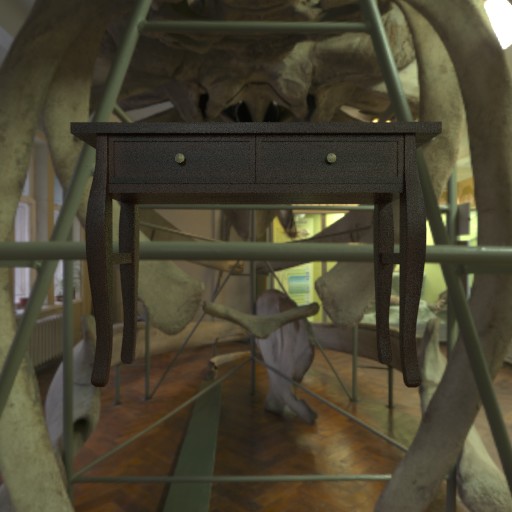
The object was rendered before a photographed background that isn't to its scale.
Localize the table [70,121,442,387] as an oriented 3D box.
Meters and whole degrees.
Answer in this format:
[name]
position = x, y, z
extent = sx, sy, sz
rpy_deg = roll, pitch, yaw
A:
[table]
position = 0.000, 0.000, 1.446
extent = 1.062, 0.768, 0.373
rpy_deg = 0, 0, 0
